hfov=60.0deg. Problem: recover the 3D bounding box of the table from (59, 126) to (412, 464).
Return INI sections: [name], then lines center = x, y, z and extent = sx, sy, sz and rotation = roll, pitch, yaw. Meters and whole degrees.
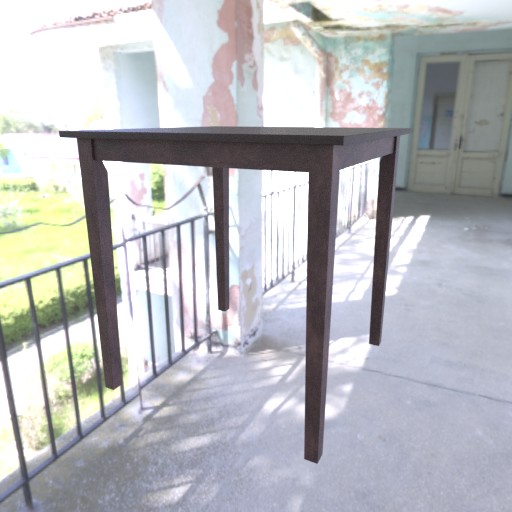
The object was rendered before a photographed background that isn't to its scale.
[table]
center = 0.000, 0.000, 1.400
extent = 0.749, 0.770, 0.749
rotation = 9, 19, 26
